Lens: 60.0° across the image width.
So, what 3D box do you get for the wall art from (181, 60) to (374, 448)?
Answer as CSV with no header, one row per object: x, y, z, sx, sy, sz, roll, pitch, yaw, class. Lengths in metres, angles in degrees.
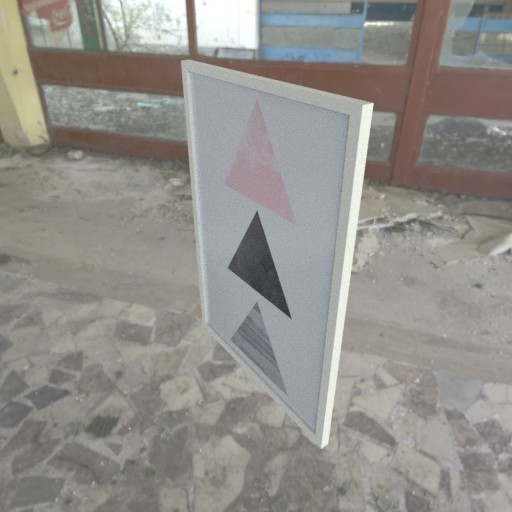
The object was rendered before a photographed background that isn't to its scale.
0.000,0.000,0.570,0.013,0.433,0.303,-21,37,-30,wall art
